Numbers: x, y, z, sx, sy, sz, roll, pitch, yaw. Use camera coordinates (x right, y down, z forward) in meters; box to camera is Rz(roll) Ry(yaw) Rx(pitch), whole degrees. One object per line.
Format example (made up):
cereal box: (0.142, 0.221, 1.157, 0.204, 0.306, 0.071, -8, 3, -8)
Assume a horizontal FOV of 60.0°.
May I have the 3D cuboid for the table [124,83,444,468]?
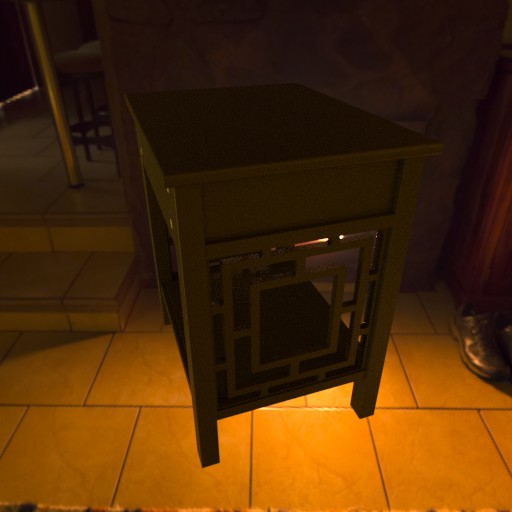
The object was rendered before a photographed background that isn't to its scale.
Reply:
table: (0.000, 0.000, 1.026, 0.451, 0.646, 0.564, -10, 32, -16)
